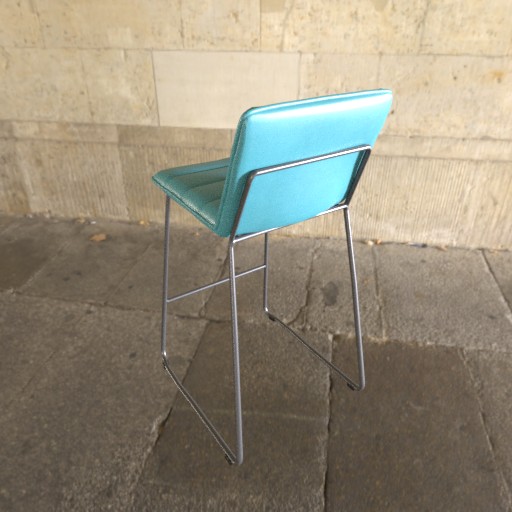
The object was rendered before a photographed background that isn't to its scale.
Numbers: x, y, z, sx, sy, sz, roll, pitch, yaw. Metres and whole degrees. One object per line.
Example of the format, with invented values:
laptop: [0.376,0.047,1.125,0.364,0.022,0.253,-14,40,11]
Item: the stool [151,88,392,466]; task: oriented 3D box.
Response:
stool: [0.000,0.000,1.253,0.489,0.936,0.524,-19,35,-29]
